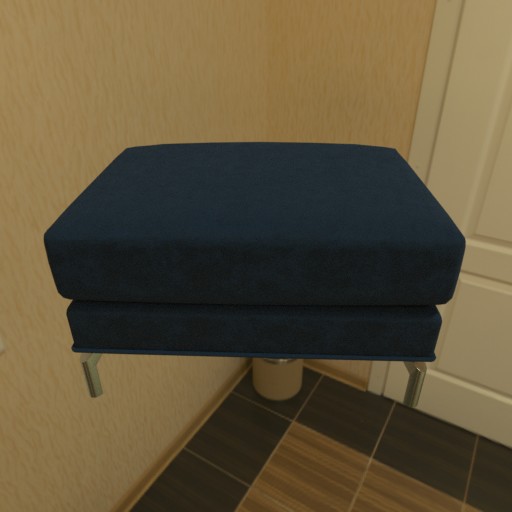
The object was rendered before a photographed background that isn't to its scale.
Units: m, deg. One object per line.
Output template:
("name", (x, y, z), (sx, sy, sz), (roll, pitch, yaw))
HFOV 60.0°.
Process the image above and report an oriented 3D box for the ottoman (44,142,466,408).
("ottoman", (0.000, 0.000, 1.187), (0.835, 0.498, 0.587), (1, 31, 2))
